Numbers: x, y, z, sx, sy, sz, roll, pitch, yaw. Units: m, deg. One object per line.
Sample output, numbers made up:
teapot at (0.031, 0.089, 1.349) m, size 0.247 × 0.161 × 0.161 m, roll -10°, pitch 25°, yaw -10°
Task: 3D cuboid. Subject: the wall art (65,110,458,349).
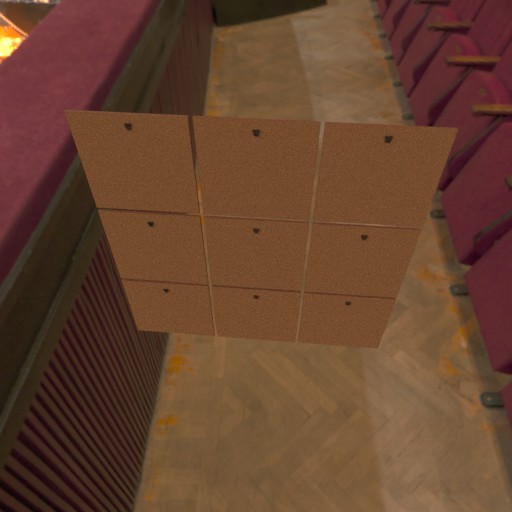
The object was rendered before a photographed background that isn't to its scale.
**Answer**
wall art at (0.000, 0.000, 2.275) m, size 1.533 × 1.532 × 0.019 m, roll 4°, pitch 46°, yaw 4°
